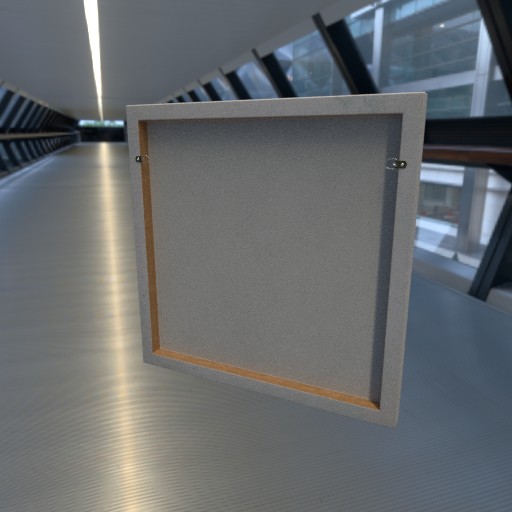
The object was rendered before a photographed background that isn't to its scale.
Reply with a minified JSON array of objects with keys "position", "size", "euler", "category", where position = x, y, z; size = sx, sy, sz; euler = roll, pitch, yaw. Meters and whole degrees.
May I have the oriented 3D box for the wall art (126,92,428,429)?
[{"position":[0.000,0.000,0.920],"size":[0.612,0.612,0.040],"euler":[7,16,25],"category":"wall art"}]
